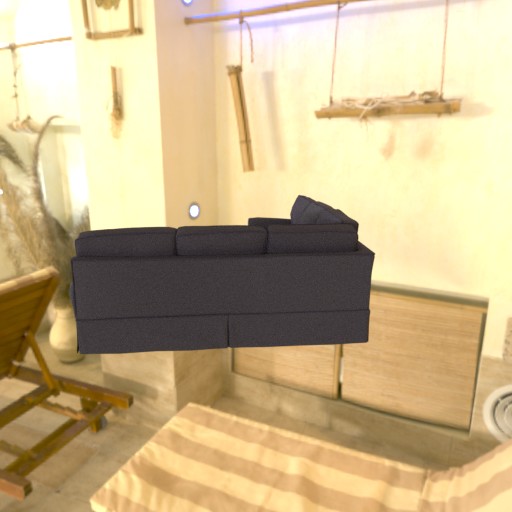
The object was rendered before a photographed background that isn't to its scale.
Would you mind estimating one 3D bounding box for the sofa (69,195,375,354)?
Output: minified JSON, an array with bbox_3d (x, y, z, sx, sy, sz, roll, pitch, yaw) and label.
[{"bbox_3d":[0.000,0.000,5.108,2.874,1.169,3.773,7,17,25],"label":"sofa"}]
